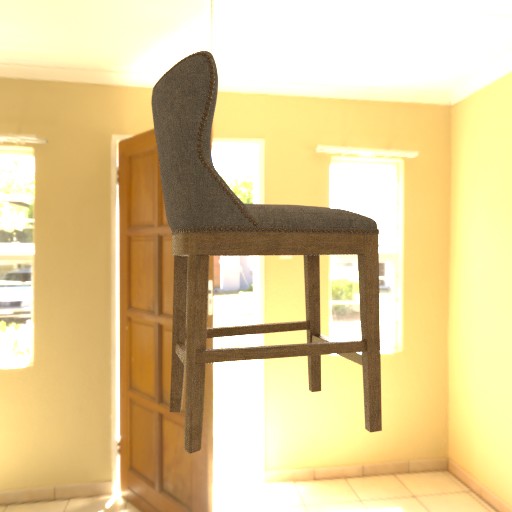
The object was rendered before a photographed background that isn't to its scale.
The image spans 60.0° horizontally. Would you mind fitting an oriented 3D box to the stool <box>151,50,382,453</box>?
[{"bbox_3d":[0.000,0.000,1.328,0.608,0.981,0.498,0,0,-18],"label":"stool"}]
